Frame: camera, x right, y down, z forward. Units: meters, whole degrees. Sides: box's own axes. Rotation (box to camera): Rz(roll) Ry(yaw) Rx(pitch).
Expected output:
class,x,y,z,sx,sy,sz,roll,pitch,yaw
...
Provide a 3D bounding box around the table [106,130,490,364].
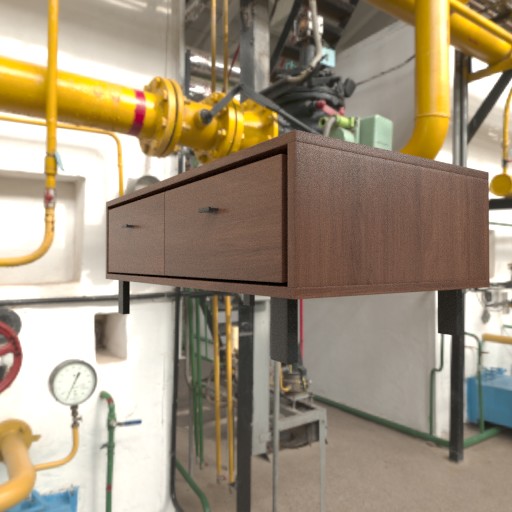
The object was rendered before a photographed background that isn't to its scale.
class,x,y,z,sx,sy,sz,roll,pitch,yaw
table,0.000,0.000,1.269,0.600,0.380,1.020,1,-1,-35
